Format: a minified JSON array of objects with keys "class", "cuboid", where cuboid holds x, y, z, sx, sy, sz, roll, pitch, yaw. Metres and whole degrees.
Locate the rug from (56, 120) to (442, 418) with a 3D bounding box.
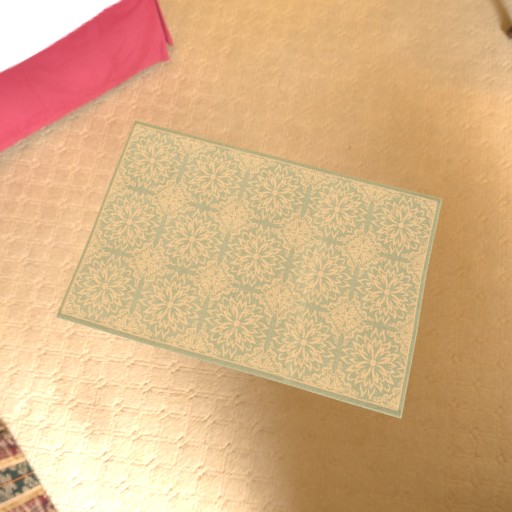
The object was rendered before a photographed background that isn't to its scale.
[{"class":"rug","cuboid":[0.000,0.000,3.605,2.746,0.018,1.819,15,75,4]}]
